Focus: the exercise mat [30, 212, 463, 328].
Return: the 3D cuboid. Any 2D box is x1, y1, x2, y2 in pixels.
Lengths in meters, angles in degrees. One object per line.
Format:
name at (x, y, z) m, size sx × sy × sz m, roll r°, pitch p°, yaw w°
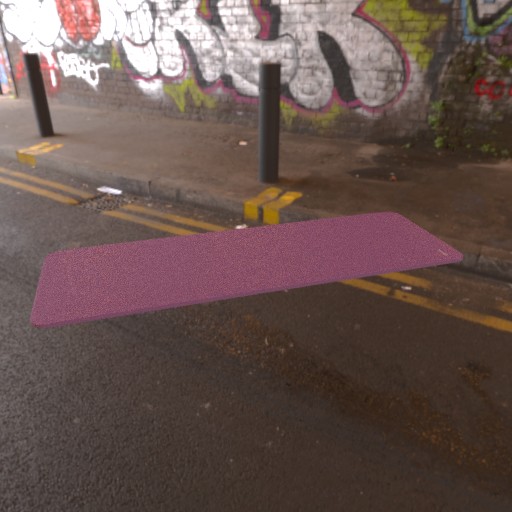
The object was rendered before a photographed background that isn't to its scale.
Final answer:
exercise mat at (0.000, 0.000, 2.057) m, size 1.869 × 0.021 × 0.616 m, roll -8°, pitch 28°, yaw -15°
